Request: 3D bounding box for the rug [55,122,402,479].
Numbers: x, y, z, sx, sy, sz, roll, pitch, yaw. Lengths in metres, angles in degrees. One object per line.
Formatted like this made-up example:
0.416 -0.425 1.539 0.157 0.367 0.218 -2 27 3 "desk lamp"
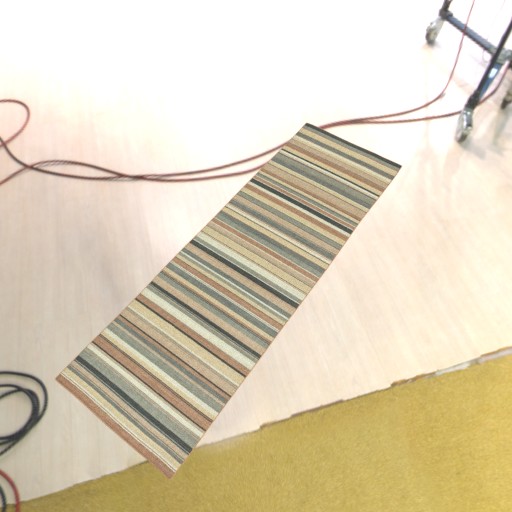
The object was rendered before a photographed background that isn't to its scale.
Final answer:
0.000 0.000 2.690 0.799 0.010 2.444 31 61 19 "rug"
